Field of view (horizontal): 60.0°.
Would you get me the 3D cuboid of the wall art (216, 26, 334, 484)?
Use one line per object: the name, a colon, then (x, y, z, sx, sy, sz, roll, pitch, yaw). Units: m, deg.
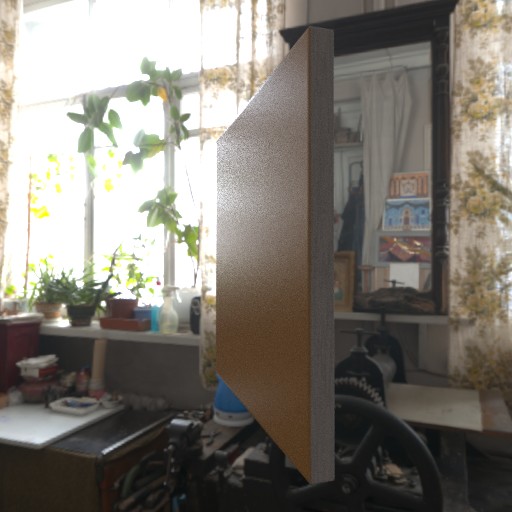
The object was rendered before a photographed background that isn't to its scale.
wall art: (0.000, 0.000, 1.867, 0.078, 1.288, 1.287, 0, 0, -17)
